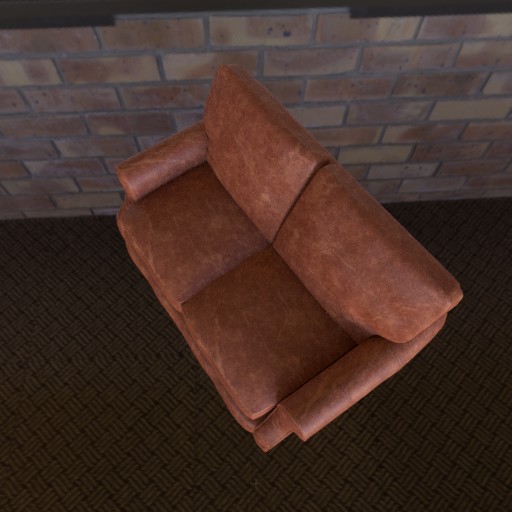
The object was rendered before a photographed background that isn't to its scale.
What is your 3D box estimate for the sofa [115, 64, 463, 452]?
[{"bbox_3d":[0.000,0.000,2.166,0.990,0.967,1.616,-32,67,-15],"label":"sofa"}]
